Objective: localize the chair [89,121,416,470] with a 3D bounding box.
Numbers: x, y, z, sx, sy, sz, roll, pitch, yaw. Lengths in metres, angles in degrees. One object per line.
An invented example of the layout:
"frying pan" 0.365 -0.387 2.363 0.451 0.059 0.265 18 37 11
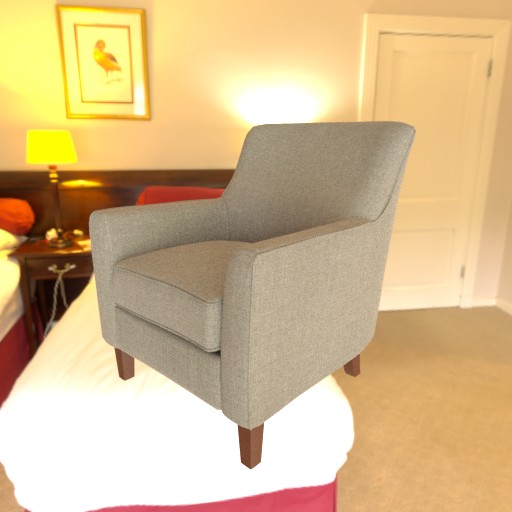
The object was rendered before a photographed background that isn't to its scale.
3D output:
"chair" 0.000 0.000 1.789 0.887 1.047 0.993 14 21 42
